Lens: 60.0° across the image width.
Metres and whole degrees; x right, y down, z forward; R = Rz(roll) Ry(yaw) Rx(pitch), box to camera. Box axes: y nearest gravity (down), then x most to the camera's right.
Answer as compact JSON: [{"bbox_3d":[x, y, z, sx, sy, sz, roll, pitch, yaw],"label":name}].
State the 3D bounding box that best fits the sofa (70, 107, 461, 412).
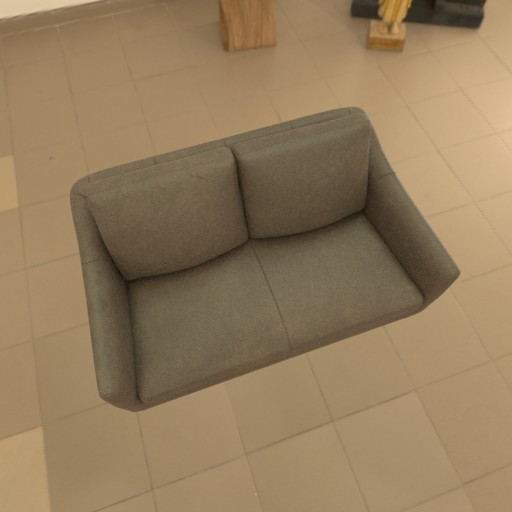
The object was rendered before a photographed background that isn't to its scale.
[{"bbox_3d":[0.000,0.000,2.169,1.619,0.902,0.960,-17,63,-9],"label":"sofa"}]
